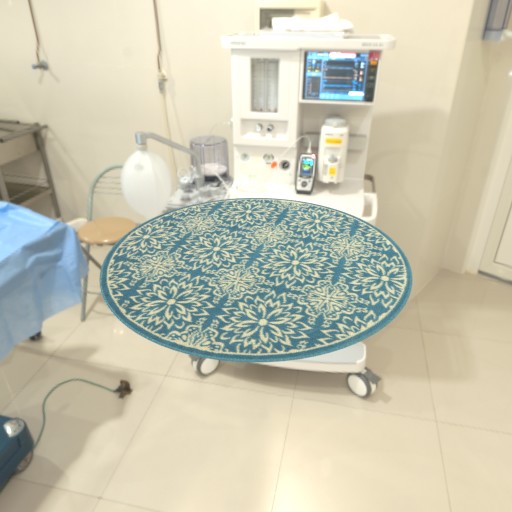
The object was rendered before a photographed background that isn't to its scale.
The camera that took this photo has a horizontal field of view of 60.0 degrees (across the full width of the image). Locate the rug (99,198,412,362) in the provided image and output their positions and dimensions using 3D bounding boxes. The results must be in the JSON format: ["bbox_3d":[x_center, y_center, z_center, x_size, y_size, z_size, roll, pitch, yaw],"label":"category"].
[{"bbox_3d":[0.000,0.000,2.358,1.593,0.012,1.593,0,30,0],"label":"rug"}]
